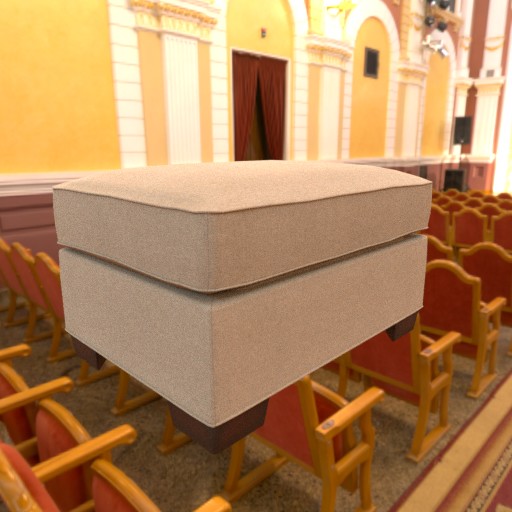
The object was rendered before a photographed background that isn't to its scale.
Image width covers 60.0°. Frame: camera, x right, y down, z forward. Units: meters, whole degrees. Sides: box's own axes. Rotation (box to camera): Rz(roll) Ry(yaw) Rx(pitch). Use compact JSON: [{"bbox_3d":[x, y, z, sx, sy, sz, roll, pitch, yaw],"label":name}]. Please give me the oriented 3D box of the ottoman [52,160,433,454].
[{"bbox_3d":[0.000,0.000,1.217,0.617,0.503,0.846,13,19,43],"label":"ottoman"}]
